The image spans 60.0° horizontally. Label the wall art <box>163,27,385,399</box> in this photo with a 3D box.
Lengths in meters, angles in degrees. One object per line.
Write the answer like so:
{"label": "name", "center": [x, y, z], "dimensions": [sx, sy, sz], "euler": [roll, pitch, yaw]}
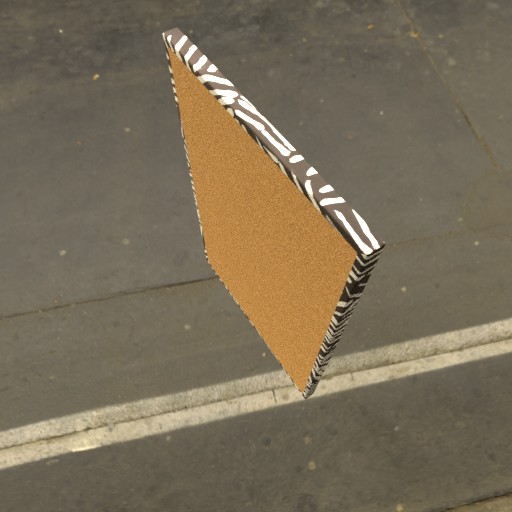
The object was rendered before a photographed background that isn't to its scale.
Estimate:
{"label": "wall art", "center": [0.000, 0.000, 1.151], "dimensions": [0.035, 0.918, 0.615], "euler": [-30, 64, -16]}
